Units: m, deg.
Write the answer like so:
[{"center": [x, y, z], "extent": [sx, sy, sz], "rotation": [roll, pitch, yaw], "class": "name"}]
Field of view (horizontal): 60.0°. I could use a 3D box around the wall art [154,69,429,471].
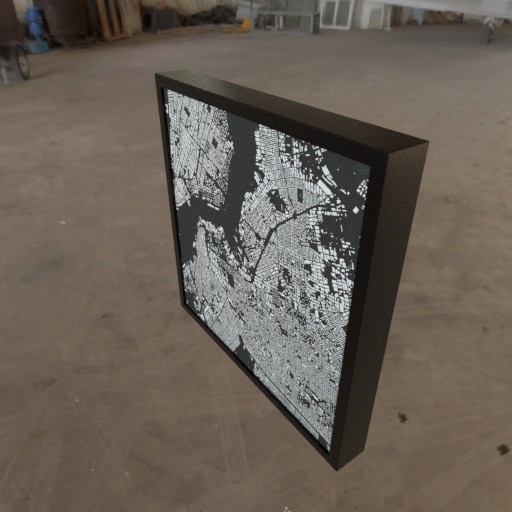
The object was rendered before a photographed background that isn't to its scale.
[{"center": [0.000, 0.000, 0.435], "extent": [0.037, 0.299, 0.299], "rotation": [-21, 38, -30], "class": "wall art"}]
